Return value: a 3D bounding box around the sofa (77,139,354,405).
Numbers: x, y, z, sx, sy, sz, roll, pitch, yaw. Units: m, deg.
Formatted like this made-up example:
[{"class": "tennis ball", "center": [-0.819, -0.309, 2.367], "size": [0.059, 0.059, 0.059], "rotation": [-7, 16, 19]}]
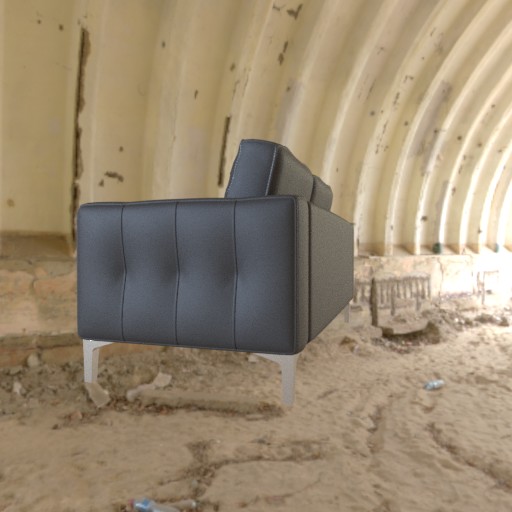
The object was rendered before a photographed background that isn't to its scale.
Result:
[{"class": "sofa", "center": [0.000, 0.000, 2.261], "size": [0.833, 0.893, 1.726], "rotation": [0, 1, 18]}]
